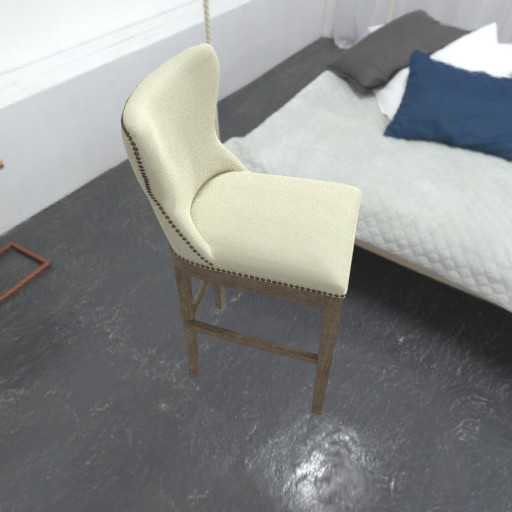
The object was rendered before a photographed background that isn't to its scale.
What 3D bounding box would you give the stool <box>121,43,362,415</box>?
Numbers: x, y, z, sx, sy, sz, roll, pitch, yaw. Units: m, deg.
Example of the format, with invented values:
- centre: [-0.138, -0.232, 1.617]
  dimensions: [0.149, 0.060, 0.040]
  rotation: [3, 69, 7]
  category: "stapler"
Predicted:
- centre: [0.000, 0.000, 1.426]
  dimensions: [0.606, 1.123, 0.494]
  rotation: [11, 47, 10]
  category: "stool"
